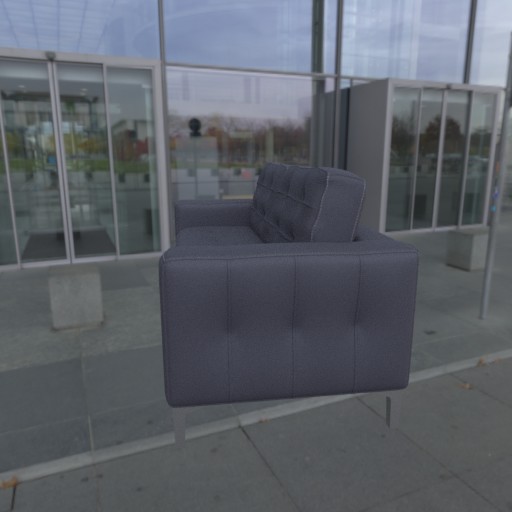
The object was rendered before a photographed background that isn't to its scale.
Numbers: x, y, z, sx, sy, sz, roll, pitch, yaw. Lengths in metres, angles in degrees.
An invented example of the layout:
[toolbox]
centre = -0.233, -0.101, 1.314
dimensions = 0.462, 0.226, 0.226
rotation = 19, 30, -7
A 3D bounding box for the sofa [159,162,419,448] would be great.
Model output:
[sofa]
centre = 0.000, 0.000, 2.197
dimensions = 0.833, 0.893, 1.726
rotation = -2, 13, -8
